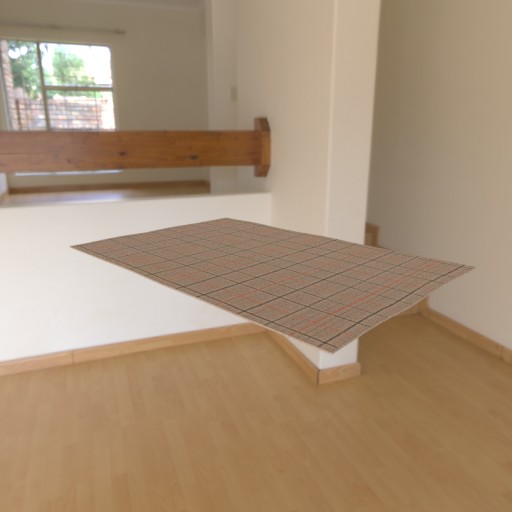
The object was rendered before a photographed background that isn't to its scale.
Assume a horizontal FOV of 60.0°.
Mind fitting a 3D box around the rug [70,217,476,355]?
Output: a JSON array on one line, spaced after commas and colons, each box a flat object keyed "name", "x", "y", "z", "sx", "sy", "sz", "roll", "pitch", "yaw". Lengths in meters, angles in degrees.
[{"name": "rug", "x": 0.000, "y": 0.000, "z": 2.372, "sx": 1.829, "sy": 0.013, "sz": 1.220, "roll": 15, "pitch": 22, "yaw": 42}]
